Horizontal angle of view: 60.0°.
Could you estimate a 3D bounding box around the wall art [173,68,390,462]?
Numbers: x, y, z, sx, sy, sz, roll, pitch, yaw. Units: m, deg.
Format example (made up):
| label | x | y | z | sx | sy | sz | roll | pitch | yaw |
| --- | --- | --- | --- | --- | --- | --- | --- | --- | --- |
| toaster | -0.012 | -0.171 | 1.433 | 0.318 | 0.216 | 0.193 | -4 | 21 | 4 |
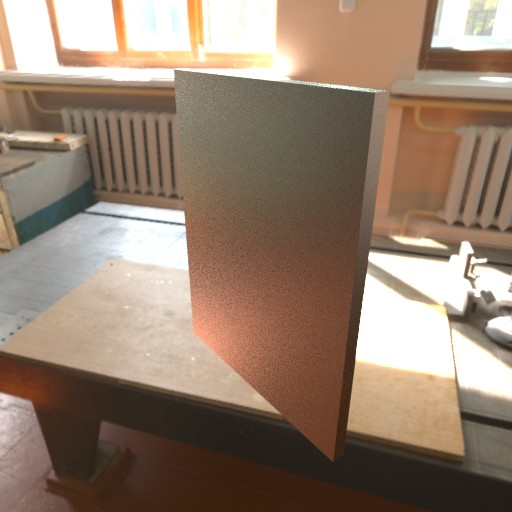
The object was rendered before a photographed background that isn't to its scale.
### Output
| label | x | y | z | sx | sy | sz | roll | pitch | yaw |
| --- | --- | --- | --- | --- | --- | --- | --- | --- | --- |
| wall art | 0.000 | 0.000 | 0.759 | 0.025 | 0.569 | 0.444 | -19 | 32 | -33 |
